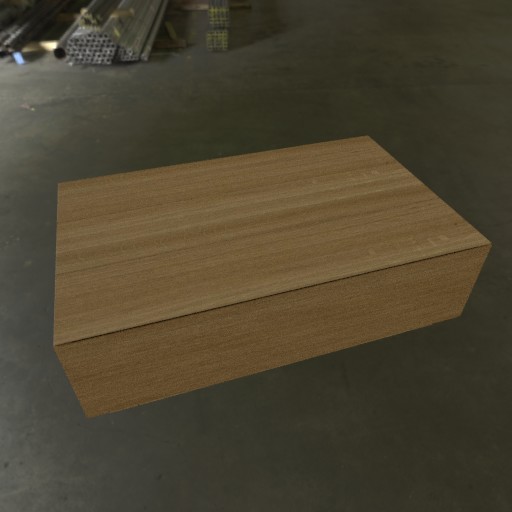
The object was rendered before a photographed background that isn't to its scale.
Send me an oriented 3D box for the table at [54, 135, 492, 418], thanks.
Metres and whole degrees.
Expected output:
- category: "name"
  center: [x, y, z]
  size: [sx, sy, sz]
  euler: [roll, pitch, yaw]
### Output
- category: "table"
  center: [0.000, 0.000, 1.414]
  size: [1.110, 0.353, 0.678]
  euler: [-12, 42, -13]
